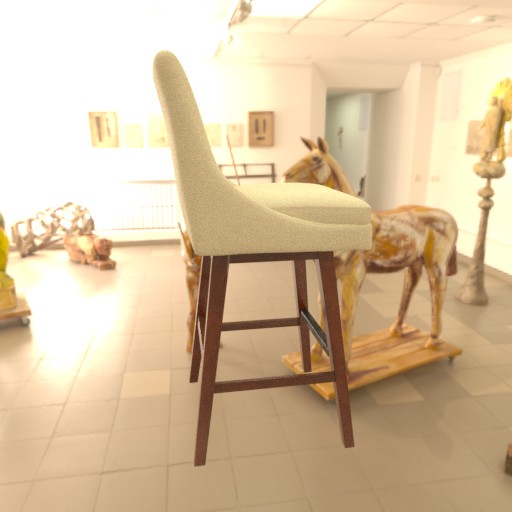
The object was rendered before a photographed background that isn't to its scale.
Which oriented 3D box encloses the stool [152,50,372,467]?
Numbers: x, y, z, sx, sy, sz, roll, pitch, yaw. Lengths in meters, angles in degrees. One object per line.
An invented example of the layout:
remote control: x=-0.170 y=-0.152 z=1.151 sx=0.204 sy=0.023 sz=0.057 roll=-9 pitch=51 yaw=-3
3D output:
stool: x=0.000 y=0.000 z=1.364 sx=0.559 sy=1.097 sz=0.470 roll=-3 pitch=16 yaw=-10
